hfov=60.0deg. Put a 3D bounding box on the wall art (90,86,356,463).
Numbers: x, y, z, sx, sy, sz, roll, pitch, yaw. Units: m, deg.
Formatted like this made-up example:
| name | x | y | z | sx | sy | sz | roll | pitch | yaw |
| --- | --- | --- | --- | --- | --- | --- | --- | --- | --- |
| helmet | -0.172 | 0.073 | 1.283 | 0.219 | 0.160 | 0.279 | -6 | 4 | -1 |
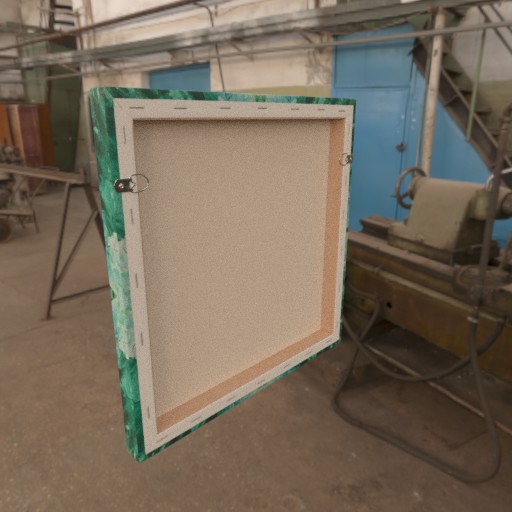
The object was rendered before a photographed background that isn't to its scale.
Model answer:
| name | x | y | z | sx | sy | sz | roll | pitch | yaw |
| --- | --- | --- | --- | --- | --- | --- | --- | --- | --- |
| wall art | 0.000 | 0.000 | 0.741 | 0.038 | 0.508 | 0.507 | 16 | 24 | 42 |
